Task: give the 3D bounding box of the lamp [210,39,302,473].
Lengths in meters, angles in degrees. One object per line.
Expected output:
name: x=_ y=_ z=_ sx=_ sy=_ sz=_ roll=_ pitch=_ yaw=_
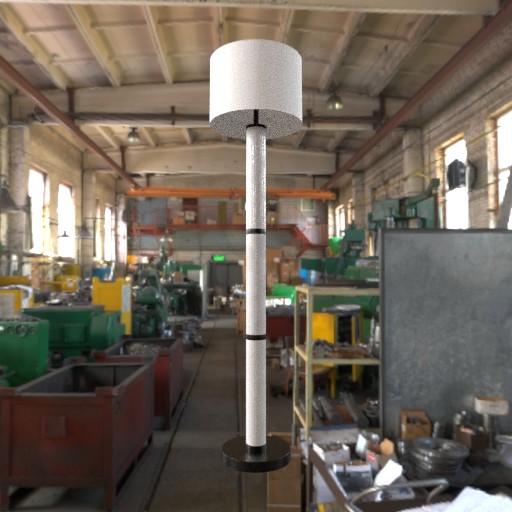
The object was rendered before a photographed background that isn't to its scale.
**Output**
lamp: x=0.000 y=0.000 z=1.792 sx=0.377 sy=1.599 sz=0.377 roll=2 pitch=-3 yaw=-36
